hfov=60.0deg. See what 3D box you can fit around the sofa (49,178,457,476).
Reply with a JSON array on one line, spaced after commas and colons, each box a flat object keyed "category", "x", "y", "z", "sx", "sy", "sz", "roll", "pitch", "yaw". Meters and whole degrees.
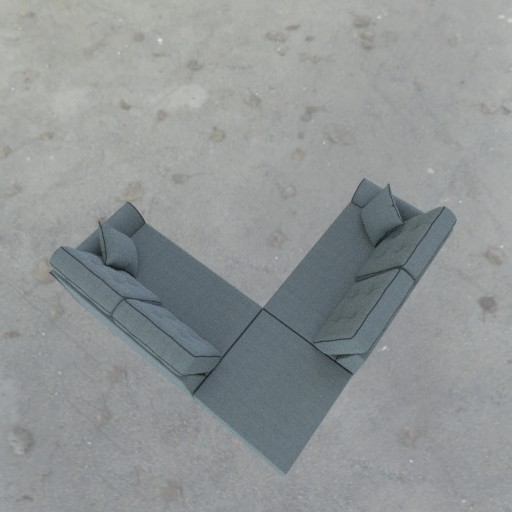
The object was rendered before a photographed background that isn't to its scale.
[{"category": "sofa", "x": 0.000, "y": 0.000, "z": 3.264, "sx": 2.070, "sy": 0.988, "sz": 2.068, "roll": 35, "pitch": 68, "yaw": 17}]
